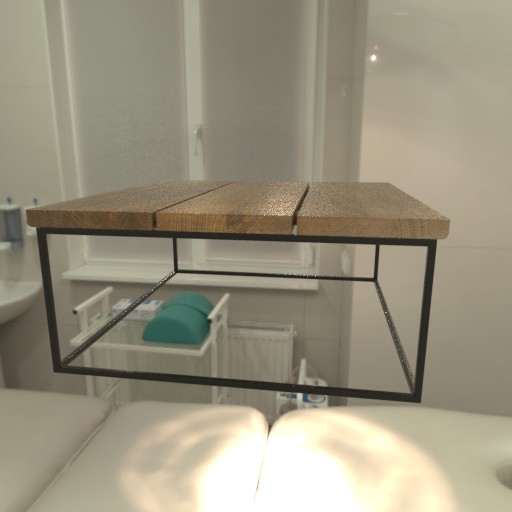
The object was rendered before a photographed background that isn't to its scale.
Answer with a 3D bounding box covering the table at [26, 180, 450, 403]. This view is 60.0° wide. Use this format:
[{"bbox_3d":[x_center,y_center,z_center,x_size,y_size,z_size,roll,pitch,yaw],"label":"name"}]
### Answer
[{"bbox_3d":[0.000,0.000,1.401,0.900,0.400,0.900,2,14,9],"label":"table"}]
